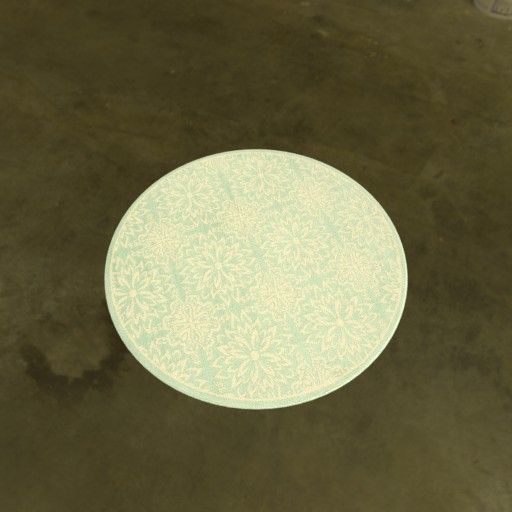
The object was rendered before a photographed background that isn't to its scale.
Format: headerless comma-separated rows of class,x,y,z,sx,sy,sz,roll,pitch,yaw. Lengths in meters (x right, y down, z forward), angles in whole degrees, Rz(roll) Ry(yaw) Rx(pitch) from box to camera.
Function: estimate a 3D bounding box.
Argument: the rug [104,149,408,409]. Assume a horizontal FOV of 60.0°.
rug,0.000,0.000,2.368,1.593,0.012,1.593,0,58,0
